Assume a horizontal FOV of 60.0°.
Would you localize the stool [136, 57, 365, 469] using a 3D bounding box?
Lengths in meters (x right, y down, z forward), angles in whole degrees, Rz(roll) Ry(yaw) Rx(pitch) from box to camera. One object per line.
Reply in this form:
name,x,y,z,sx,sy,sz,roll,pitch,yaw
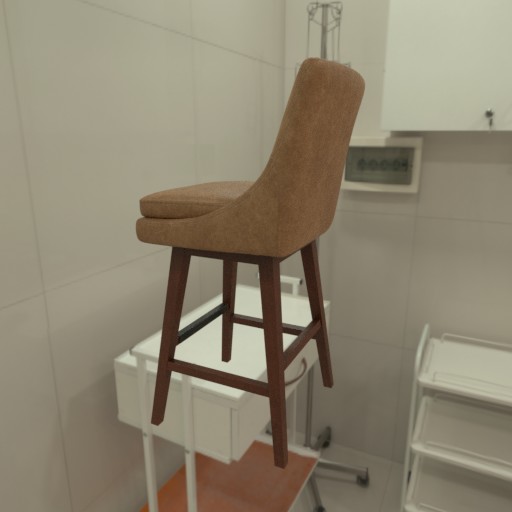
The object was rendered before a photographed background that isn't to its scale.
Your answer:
stool,0.000,0.000,1.404,0.572,1.079,0.487,7,17,25
